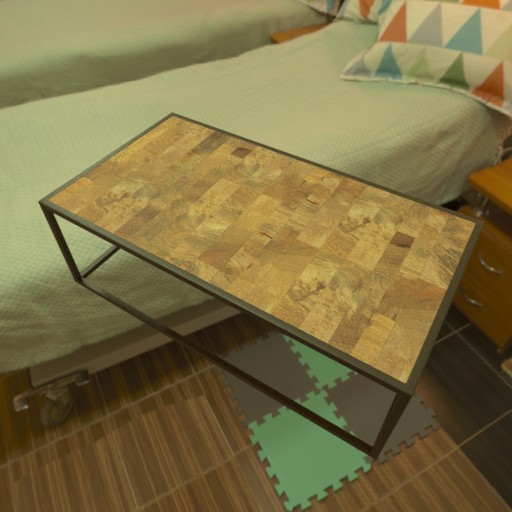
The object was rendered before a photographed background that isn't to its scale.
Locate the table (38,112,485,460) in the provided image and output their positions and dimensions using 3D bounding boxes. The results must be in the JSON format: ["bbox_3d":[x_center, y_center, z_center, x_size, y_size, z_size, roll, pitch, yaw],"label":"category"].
[{"bbox_3d":[0.000,0.000,1.493,1.199,0.398,0.649,25,52,22],"label":"table"}]
